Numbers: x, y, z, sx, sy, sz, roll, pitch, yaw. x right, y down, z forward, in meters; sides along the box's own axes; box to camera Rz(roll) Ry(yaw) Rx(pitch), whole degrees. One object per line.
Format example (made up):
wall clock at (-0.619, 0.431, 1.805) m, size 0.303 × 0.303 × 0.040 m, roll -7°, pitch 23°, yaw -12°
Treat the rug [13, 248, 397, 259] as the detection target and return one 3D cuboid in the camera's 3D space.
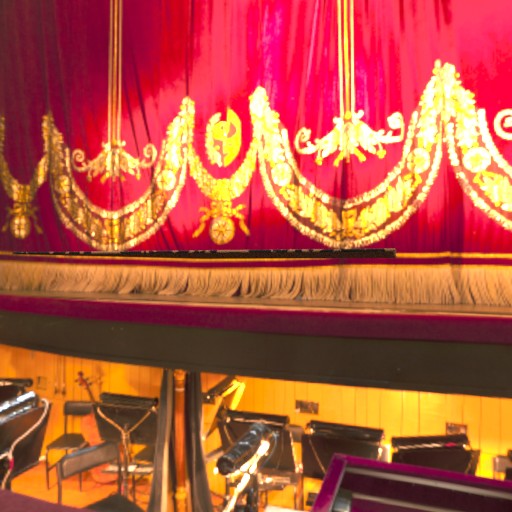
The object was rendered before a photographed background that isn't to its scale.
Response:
rug at (0.000, 0.000, 3.996) m, size 2.416 × 0.014 × 3.017 m, roll 0°, pitch -1°, yaw 18°
